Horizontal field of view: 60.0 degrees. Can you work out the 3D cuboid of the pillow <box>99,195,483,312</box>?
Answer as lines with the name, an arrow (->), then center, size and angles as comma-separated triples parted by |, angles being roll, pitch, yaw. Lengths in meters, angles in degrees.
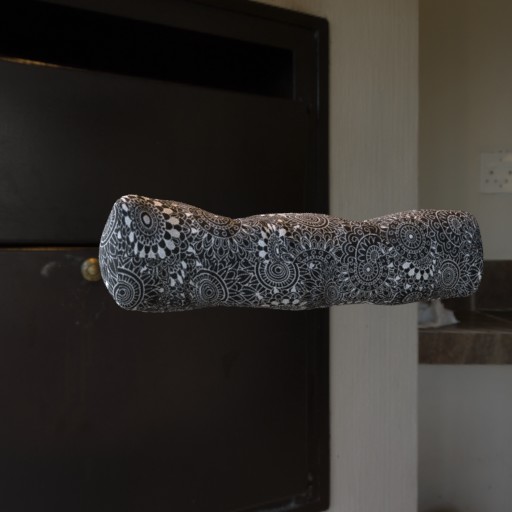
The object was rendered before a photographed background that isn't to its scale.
pillow -> 0.000, 0.000, 0.708 | 0.468, 0.128, 0.490 | 0, 1, -19
